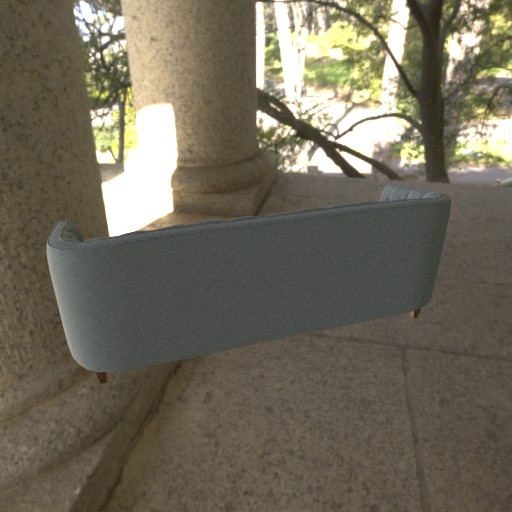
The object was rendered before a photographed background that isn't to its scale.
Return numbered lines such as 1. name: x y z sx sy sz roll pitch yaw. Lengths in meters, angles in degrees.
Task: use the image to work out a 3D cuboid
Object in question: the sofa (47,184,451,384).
1. sofa: 0.000 0.000 2.737 2.278 0.855 0.941 -8 29 -16
